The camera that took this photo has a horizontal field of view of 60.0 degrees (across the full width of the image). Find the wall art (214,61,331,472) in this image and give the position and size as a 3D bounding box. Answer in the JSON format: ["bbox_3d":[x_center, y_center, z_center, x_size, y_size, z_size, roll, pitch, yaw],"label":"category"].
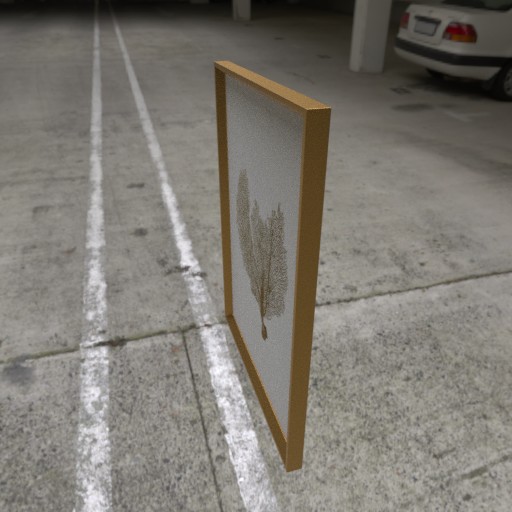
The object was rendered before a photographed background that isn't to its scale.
[{"bbox_3d":[0.000,0.000,1.078,0.038,0.812,0.610,-9,31,-15],"label":"wall art"}]
